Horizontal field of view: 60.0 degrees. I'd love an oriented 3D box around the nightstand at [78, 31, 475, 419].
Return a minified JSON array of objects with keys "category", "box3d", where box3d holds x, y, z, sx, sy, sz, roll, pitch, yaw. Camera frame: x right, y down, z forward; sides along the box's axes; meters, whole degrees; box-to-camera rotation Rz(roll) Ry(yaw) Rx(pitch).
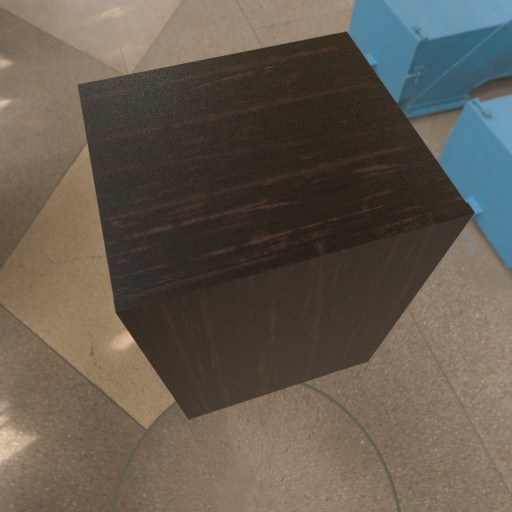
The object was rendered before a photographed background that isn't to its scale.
[{"category":"nightstand","box3d":[0.000,0.000,0.789,0.400,0.559,0.356,-15,61,-9]}]
